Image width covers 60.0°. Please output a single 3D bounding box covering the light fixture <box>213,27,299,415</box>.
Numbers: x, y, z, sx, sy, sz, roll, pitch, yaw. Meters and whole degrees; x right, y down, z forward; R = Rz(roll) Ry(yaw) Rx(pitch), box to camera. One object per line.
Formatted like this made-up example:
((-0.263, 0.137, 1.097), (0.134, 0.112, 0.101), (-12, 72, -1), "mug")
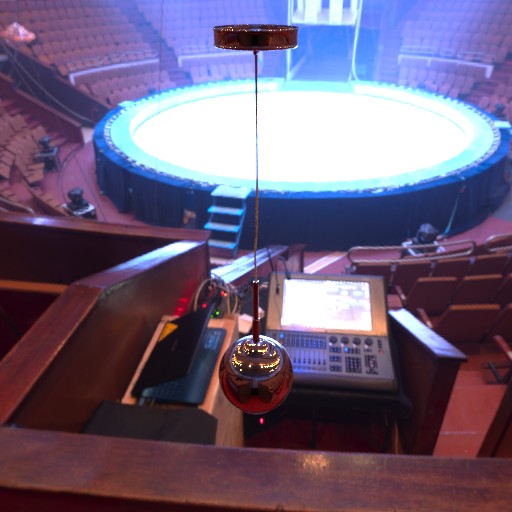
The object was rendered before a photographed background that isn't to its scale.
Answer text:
((0.000, 0.000, 1.673), (0.336, 1.538, 0.336), (1, 31, 1), "light fixture")
